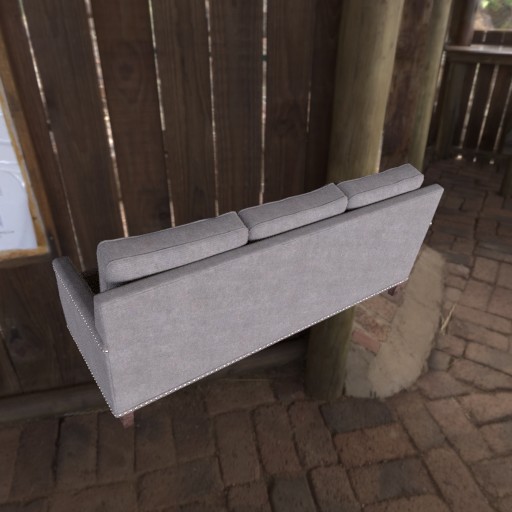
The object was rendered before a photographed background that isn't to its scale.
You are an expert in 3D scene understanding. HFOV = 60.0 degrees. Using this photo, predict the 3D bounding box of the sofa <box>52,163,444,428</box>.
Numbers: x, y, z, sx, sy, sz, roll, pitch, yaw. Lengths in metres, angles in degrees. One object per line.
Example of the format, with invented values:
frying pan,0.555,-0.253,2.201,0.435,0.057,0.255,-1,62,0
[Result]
sofa,0.000,0.000,2.805,2.226,1.042,1.034,-19,35,-30
